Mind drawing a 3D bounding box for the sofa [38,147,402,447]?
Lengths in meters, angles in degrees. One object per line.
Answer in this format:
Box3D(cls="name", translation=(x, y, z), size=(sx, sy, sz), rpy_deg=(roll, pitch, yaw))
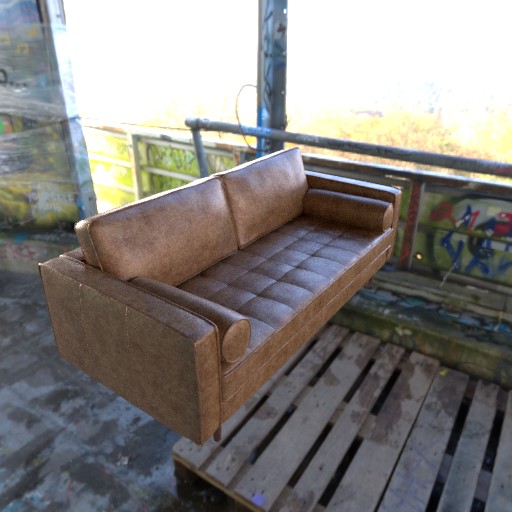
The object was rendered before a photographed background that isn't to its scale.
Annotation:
Box3D(cls="sofa", translation=(0.000, 0.000, 2.384), size=(0.924, 0.825, 1.920), rpy_deg=(18, 31, 32))
